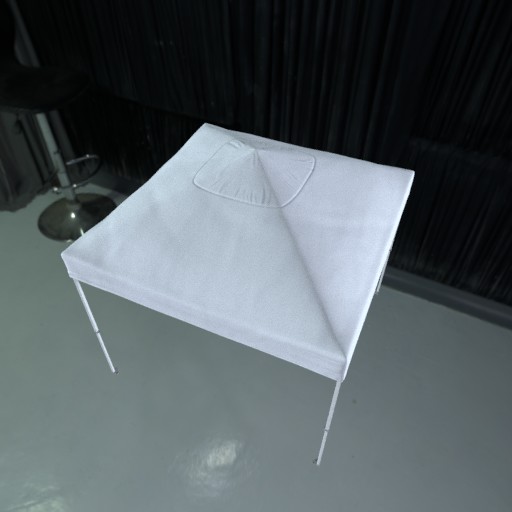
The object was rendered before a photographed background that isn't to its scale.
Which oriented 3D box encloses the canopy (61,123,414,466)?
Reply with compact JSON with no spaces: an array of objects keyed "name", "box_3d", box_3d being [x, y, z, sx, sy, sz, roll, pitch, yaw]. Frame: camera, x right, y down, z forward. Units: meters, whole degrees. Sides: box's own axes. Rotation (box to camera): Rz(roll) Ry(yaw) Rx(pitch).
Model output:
[{"name":"canopy","box_3d":[0.000,0.000,5.496,2.998,2.997,2.996,18,47,17]}]
